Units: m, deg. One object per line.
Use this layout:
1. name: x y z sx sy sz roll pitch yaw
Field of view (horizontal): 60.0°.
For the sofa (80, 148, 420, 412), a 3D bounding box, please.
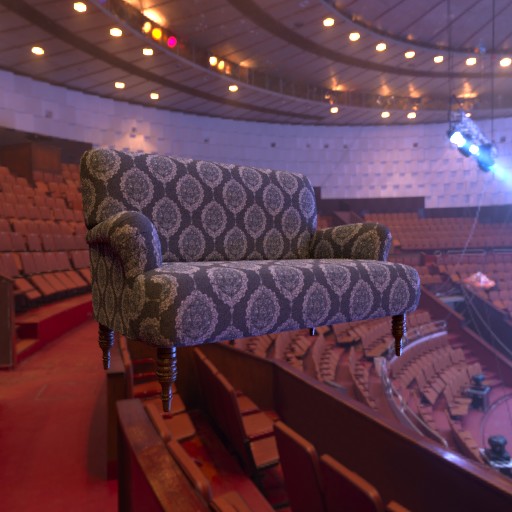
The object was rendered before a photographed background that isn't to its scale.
1. sofa: 0.000 0.000 1.824 1.297 0.867 0.779 -1 2 -36
